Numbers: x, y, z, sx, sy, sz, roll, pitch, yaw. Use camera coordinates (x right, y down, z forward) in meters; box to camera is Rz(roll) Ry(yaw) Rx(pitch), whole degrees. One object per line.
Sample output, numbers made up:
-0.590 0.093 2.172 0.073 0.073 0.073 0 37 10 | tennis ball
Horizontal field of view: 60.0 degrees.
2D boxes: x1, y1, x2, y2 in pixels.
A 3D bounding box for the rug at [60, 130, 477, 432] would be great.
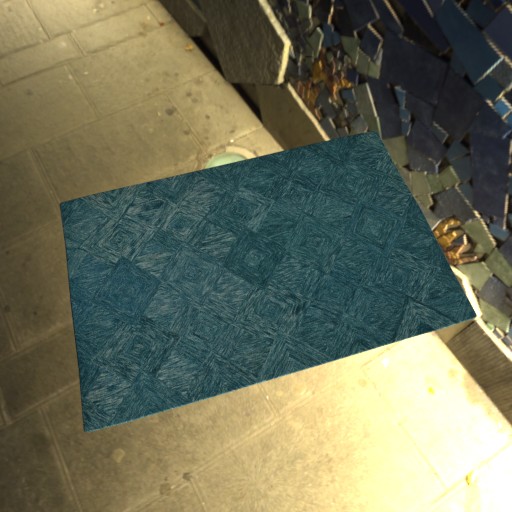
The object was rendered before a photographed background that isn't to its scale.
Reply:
0.000 0.000 2.092 1.728 0.017 1.136 -15 64 -7 | rug
